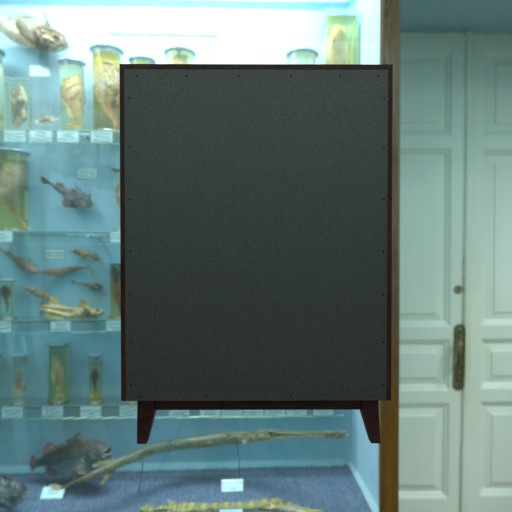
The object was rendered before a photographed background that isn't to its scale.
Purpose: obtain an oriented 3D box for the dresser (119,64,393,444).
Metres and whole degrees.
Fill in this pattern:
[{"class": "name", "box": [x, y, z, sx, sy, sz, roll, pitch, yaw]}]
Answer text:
[{"class": "dresser", "box": [0.000, 0.000, 2.003, 1.072, 1.514, 0.506, 0, 1, 0]}]
